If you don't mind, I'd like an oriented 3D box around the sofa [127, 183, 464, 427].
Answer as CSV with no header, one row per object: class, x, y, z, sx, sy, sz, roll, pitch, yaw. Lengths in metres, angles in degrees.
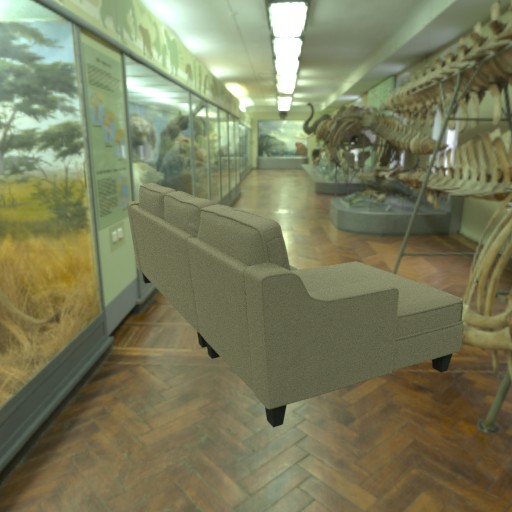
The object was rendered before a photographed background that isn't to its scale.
sofa,0.000,0.000,3.205,1.294,0.928,2.561,-7,16,-26
